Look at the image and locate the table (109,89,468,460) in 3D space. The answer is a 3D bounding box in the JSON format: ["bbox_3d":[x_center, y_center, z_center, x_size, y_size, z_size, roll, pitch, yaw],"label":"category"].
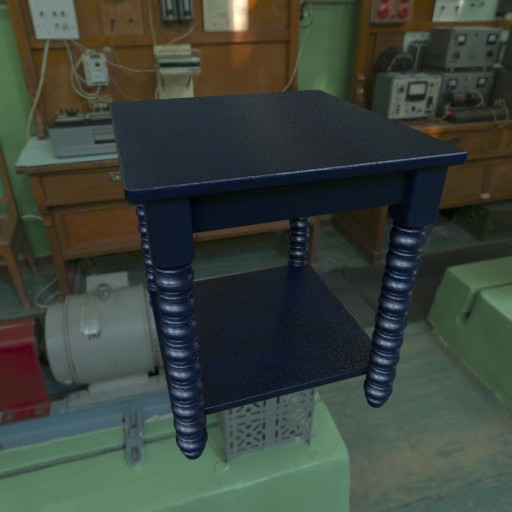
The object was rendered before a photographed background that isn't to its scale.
[{"bbox_3d":[0.000,0.000,0.953,0.500,0.567,0.533,-9,32,-15],"label":"table"}]
